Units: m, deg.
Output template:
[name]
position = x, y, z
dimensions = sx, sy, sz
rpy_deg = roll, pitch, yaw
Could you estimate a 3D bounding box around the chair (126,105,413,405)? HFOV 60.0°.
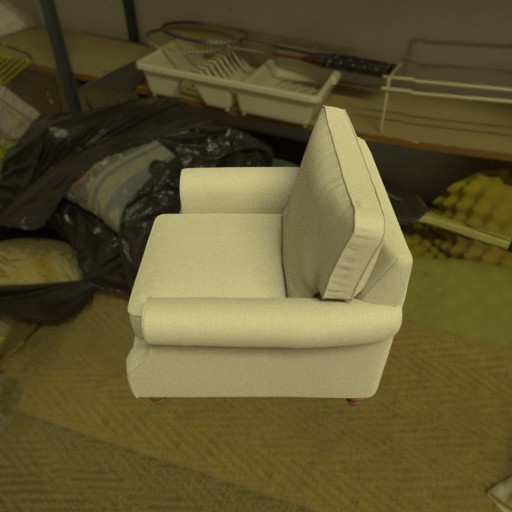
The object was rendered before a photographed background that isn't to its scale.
[chair]
position = 0.000, 0.000, 1.813
dimensions = 0.966, 0.967, 1.029
rpy_deg = 0, 40, 0
